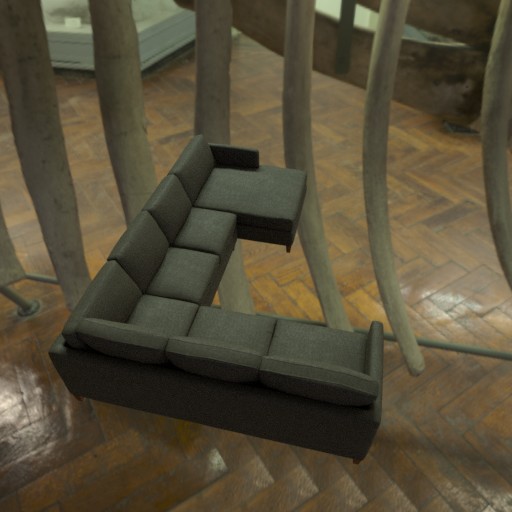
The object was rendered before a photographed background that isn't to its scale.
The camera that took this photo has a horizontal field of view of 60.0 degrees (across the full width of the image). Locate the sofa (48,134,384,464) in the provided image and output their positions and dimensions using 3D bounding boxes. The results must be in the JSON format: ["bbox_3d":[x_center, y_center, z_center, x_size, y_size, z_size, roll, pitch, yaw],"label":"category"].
[{"bbox_3d":[0.000,0.000,4.623,2.594,0.961,3.460,9,44,9],"label":"sofa"}]
